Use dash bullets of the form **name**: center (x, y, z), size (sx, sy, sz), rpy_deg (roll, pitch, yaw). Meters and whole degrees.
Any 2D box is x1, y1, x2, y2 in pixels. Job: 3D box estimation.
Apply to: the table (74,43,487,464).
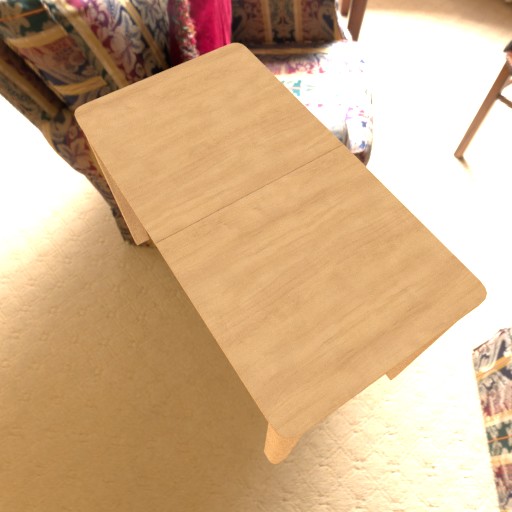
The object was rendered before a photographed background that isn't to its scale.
- **table**: center (0.000, 0.000, 1.875), size (0.750, 0.900, 1.400), rpy_deg (-30, 65, -16)
